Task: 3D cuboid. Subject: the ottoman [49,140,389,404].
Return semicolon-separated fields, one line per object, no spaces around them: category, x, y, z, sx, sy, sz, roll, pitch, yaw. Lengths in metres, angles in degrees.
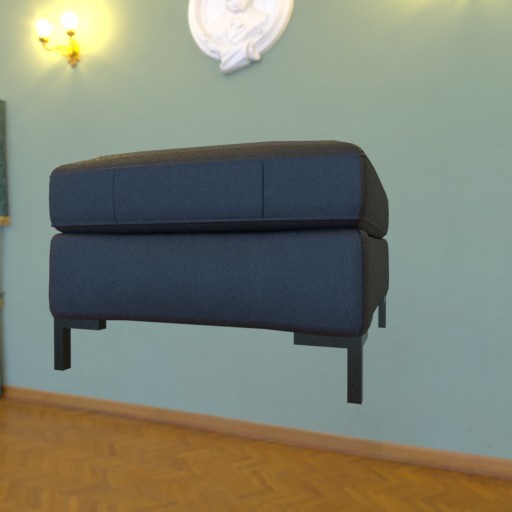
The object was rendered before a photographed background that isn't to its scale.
ottoman;0.000;0.000;1.754;0.967;0.696;1.187;0;1;19
